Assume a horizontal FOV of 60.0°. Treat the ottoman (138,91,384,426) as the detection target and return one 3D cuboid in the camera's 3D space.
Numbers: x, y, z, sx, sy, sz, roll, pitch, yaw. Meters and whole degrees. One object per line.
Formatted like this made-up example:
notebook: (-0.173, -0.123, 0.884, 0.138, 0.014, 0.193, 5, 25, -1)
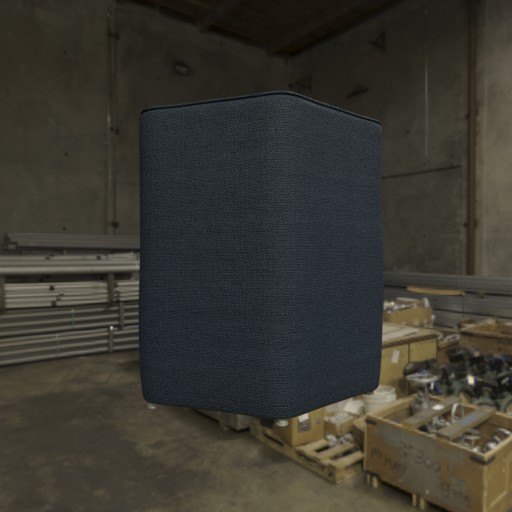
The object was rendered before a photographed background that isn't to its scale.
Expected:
ottoman: (0.000, 0.000, 0.888, 0.492, 0.505, 0.454, 0, 0, -36)
